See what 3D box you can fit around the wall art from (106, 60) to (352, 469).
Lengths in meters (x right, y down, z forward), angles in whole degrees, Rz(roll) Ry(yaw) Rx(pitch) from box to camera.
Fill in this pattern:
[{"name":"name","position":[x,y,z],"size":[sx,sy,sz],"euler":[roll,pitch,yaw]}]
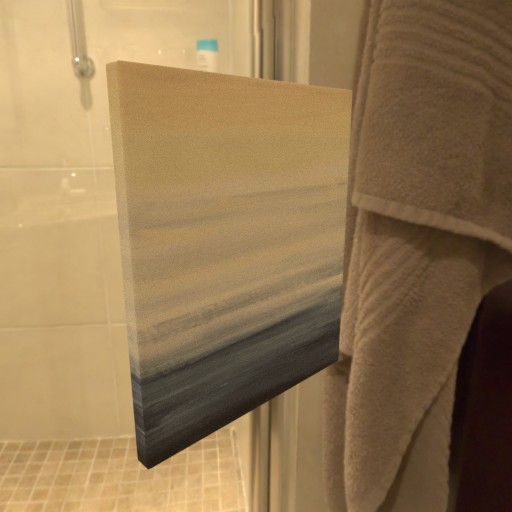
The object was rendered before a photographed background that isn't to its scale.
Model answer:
[{"name":"wall art","position":[0.000,0.000,0.954],"size":[0.608,0.710,0.041],"euler":[-14,20,-43]}]
